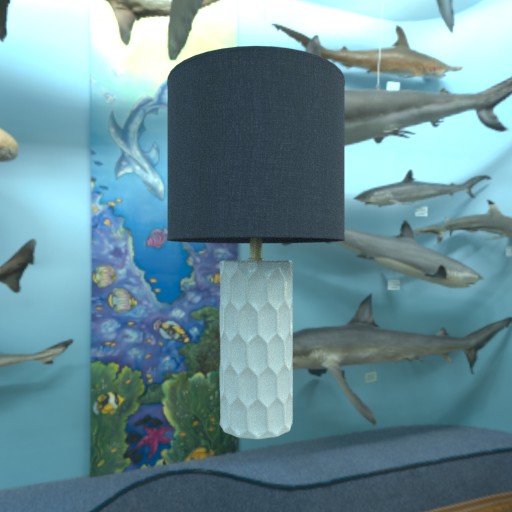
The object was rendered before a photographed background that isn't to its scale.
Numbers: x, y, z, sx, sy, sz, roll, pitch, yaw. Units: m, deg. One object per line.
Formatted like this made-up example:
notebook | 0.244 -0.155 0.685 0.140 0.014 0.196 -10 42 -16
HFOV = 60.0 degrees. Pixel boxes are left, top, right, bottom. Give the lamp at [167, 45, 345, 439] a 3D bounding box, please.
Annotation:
lamp | 0.000 0.000 0.703 0.277 0.537 0.277 0 0 -18
